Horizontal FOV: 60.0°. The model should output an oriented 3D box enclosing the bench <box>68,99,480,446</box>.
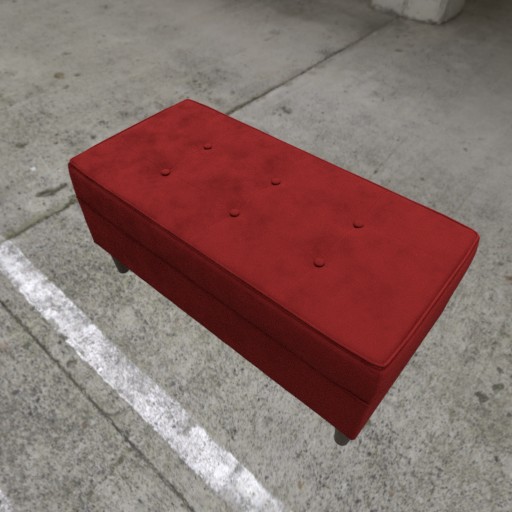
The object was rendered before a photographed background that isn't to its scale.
[{"bbox_3d":[0.000,0.000,1.296,1.016,0.471,0.492,32,55,26],"label":"bench"}]
